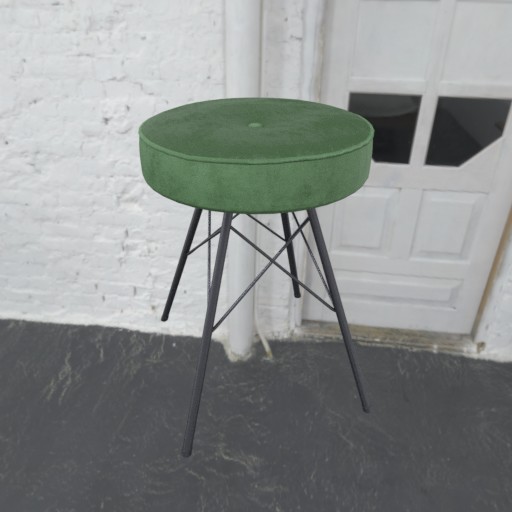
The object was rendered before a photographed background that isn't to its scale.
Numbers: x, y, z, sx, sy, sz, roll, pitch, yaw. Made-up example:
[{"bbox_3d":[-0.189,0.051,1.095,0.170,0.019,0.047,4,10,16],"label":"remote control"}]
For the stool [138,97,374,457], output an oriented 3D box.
[{"bbox_3d":[0.000,0.000,0.957,0.430,0.595,0.457,-8,32,-14],"label":"stool"}]
